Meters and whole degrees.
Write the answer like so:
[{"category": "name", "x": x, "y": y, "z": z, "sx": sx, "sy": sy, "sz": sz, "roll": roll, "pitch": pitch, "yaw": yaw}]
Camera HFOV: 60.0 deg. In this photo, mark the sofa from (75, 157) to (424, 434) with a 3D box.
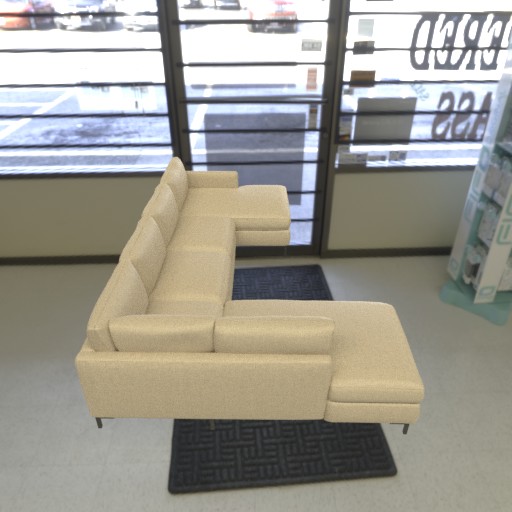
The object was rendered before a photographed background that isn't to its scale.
[{"category": "sofa", "x": 0.000, "y": 0.000, "z": 3.523, "sx": 1.879, "sy": 0.756, "sz": 2.737, "roll": 0, "pitch": 32, "yaw": 1}]
